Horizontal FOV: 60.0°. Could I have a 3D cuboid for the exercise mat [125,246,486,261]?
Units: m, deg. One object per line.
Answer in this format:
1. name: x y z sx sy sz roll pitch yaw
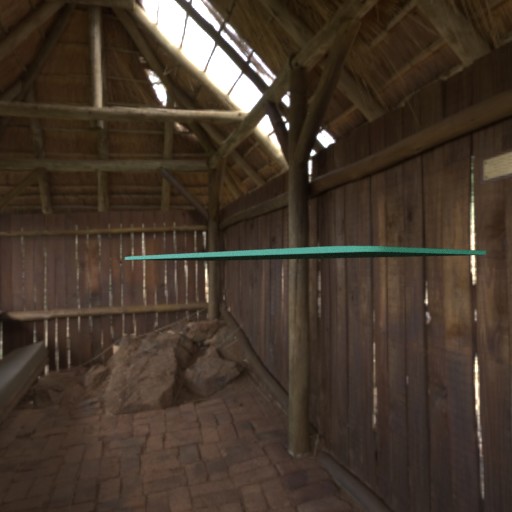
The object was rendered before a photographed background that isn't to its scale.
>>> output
1. exercise mat: 0.000 0.000 2.071 0.616 0.021 1.869 1 -2 -36
